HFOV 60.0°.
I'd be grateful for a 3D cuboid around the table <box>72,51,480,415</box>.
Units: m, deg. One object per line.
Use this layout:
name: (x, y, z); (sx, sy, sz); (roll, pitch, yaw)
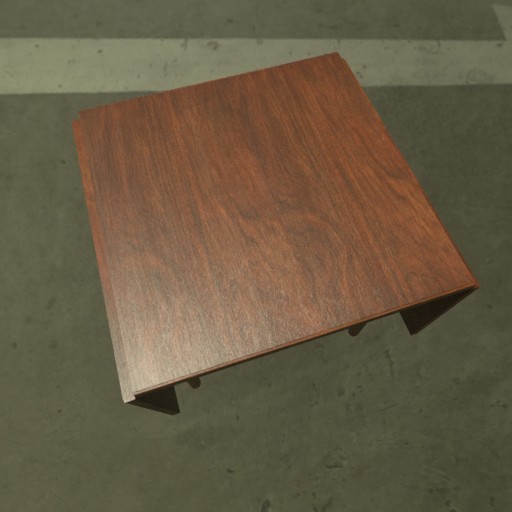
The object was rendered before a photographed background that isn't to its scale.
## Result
table: (0.000, 0.000, 1.461); (0.843, 0.763, 0.812); (-16, 64, -8)
